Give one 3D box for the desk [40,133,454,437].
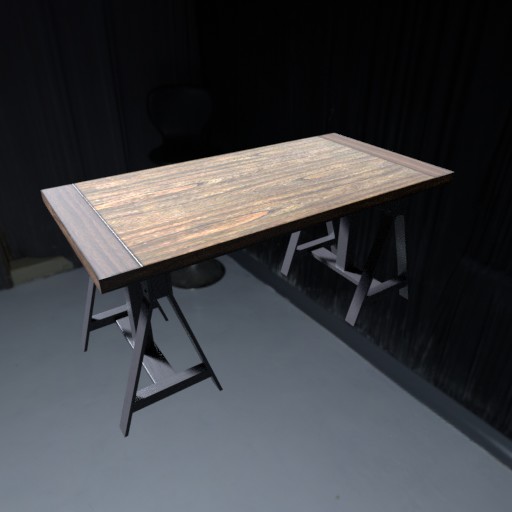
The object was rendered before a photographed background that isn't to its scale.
[{"bbox_3d":[0.000,0.000,2.006,1.543,0.725,0.784,-18,35,-29],"label":"desk"}]
